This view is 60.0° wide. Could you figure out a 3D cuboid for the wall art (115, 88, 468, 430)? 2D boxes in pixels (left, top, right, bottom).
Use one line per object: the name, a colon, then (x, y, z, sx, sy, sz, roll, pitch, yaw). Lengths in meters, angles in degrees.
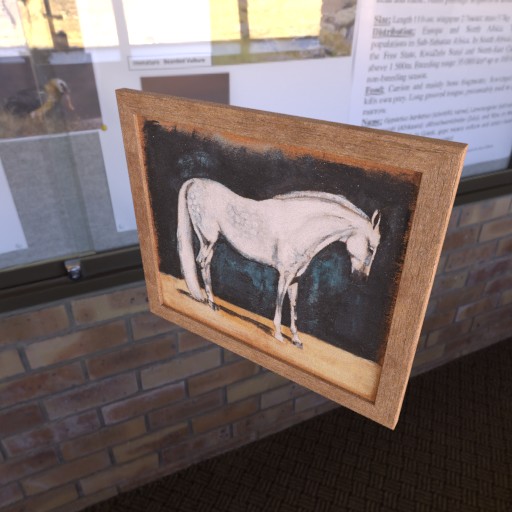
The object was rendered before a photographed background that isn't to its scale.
wall art: (0.000, 0.000, 0.921, 0.690, 0.588, 0.026, 19, 37, 28)
